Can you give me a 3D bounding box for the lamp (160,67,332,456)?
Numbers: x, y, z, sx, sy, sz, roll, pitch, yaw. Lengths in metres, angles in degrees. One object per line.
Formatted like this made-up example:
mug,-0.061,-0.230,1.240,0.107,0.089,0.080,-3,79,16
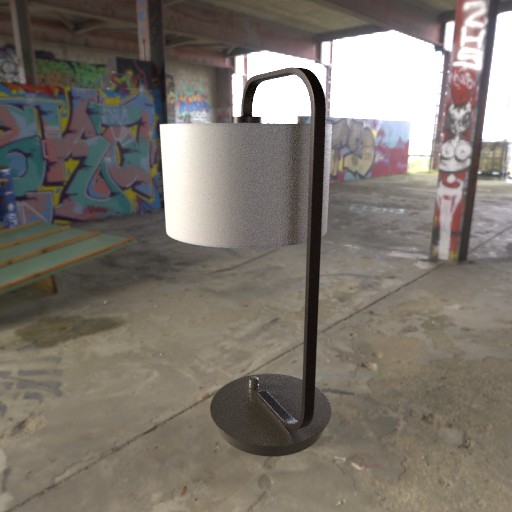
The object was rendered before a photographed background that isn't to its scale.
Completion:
lamp,0.000,0.000,0.625,0.230,0.473,0.288,-8,17,-26
